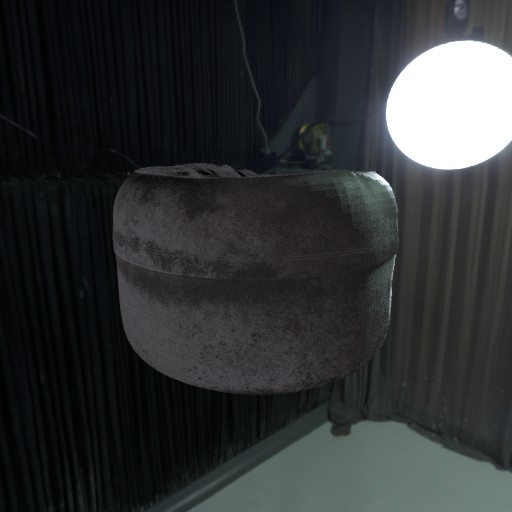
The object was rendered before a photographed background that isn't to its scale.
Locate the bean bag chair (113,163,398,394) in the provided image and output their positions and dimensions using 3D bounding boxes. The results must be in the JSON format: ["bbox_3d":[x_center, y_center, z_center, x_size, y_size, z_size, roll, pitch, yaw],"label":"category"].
[{"bbox_3d":[0.000,0.000,1.497,0.918,0.605,0.918,0,14,0],"label":"bean bag chair"}]
